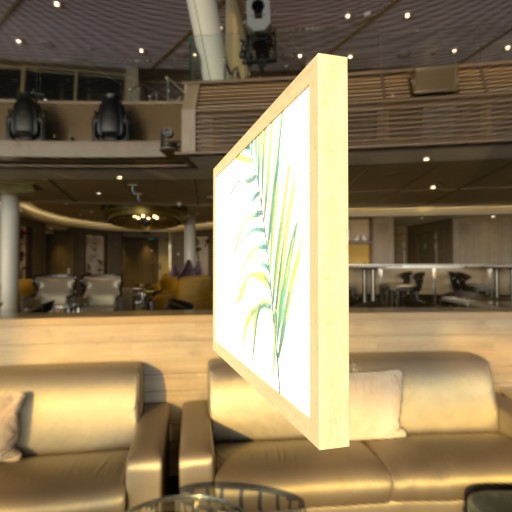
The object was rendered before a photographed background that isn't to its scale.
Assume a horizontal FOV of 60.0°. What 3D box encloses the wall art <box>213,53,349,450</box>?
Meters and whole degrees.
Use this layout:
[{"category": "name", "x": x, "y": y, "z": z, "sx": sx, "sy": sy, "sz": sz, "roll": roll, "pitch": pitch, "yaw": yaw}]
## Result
[{"category": "wall art", "x": 0.000, "y": 0.000, "z": 0.683, "sx": 0.032, "sy": 0.380, "sz": 0.532, "roll": 0, "pitch": -1, "yaw": -16}]
